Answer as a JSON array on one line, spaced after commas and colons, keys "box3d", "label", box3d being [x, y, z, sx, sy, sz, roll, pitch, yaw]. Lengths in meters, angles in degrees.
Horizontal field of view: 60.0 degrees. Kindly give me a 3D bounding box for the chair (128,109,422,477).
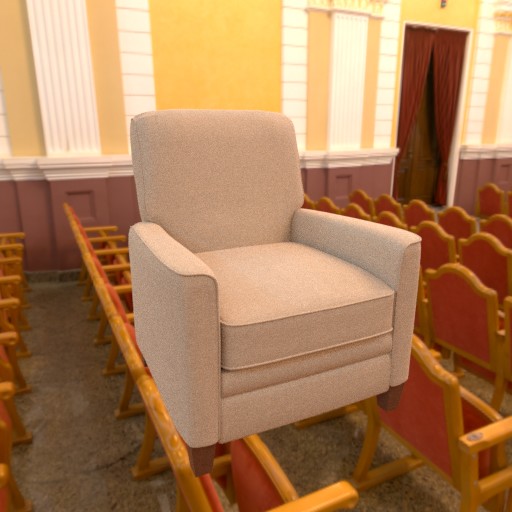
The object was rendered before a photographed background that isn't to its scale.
[{"box3d": [0.000, 0.000, 1.597, 0.841, 1.023, 0.858, -8, 18, -25], "label": "chair"}]
